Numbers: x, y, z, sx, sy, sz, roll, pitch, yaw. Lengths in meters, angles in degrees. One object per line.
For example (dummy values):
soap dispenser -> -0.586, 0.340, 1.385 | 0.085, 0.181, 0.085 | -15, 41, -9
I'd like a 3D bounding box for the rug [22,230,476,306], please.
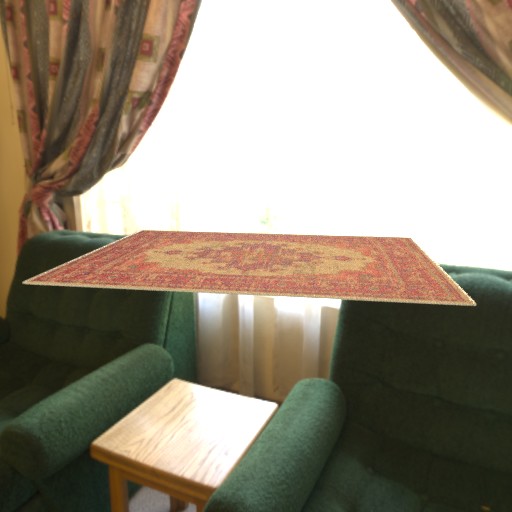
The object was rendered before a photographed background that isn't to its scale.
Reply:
rug -> 0.000, 0.000, 2.884 | 2.232, 0.011, 1.555 | 2, 14, 8
